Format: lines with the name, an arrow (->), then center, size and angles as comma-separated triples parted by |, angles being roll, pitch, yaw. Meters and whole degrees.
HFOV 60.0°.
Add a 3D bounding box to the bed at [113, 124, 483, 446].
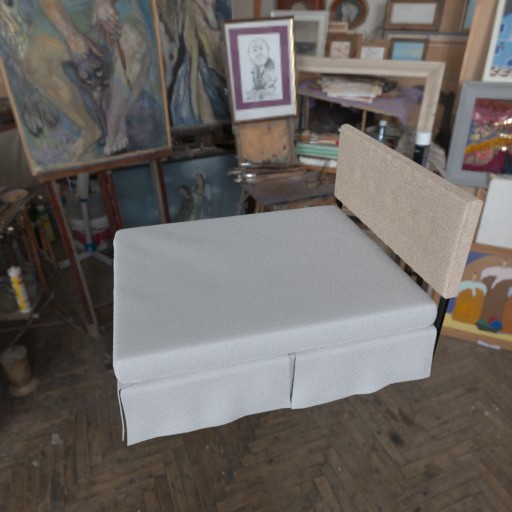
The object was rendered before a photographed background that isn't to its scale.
bed -> 0.000, 0.000, 3.014 | 1.978, 1.270, 1.643 | -8, 32, -13
